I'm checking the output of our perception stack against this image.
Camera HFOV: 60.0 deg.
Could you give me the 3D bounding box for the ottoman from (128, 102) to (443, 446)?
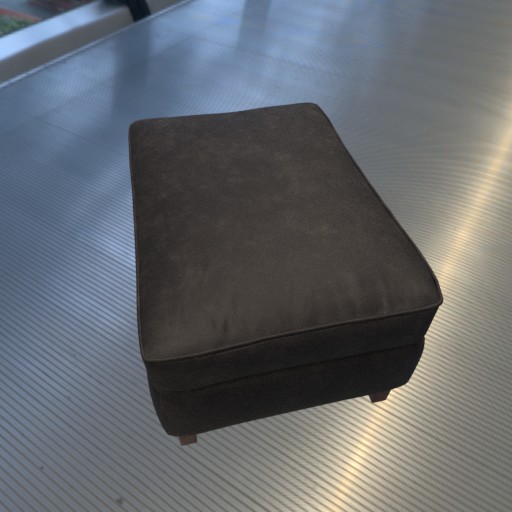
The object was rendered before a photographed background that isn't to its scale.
[{"bbox_3d":[0.000,0.000,0.965,0.501,0.413,0.665,-9,47,-9],"label":"ottoman"}]
